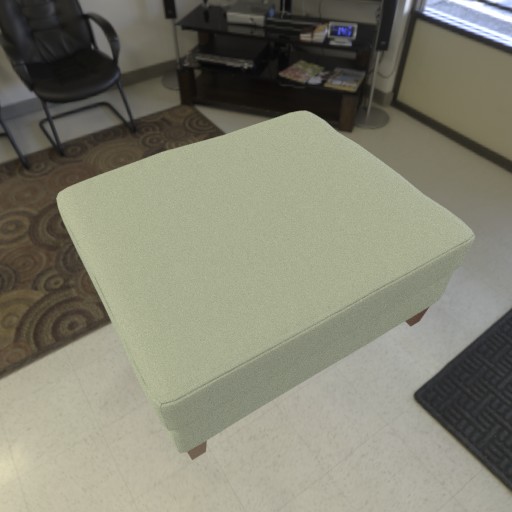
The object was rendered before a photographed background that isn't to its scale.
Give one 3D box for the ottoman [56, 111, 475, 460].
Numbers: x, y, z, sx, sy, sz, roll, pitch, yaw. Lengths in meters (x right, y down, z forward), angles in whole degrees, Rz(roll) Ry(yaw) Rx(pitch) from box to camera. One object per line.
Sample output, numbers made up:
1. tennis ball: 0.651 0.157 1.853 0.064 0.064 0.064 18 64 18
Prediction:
1. ottoman: 0.000 0.000 1.451 0.991 0.494 0.842 -24 52 -21
